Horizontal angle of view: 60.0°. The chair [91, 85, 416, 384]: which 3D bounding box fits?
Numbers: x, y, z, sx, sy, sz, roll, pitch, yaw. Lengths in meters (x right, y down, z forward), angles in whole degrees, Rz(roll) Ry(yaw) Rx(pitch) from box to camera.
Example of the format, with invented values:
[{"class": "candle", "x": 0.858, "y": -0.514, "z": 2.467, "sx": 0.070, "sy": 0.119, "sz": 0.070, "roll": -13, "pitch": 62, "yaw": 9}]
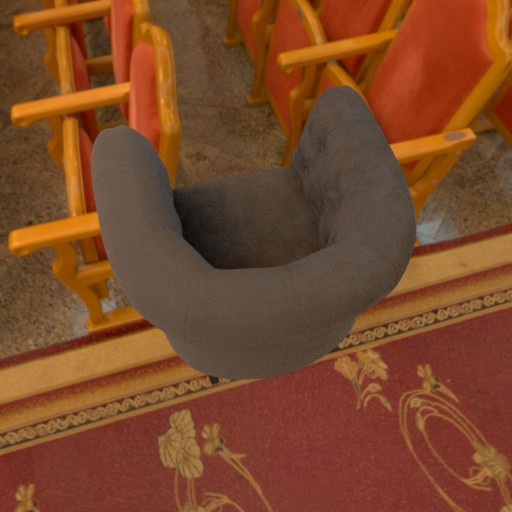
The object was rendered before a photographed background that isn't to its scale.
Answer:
[{"class": "chair", "x": 0.000, "y": 0.000, "z": 1.557, "sx": 0.904, "sy": 0.826, "sz": 0.851, "roll": -13, "pitch": 60, "yaw": -8}]
